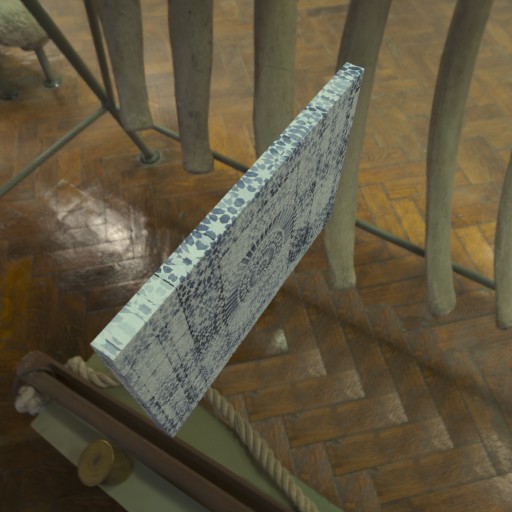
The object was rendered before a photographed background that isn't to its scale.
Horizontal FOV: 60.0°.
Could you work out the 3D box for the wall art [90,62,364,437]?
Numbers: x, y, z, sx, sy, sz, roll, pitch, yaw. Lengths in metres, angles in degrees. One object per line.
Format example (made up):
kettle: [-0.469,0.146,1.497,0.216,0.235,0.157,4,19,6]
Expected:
wall art: [0.000,0.000,1.170,0.057,0.608,0.911,29,62,17]
